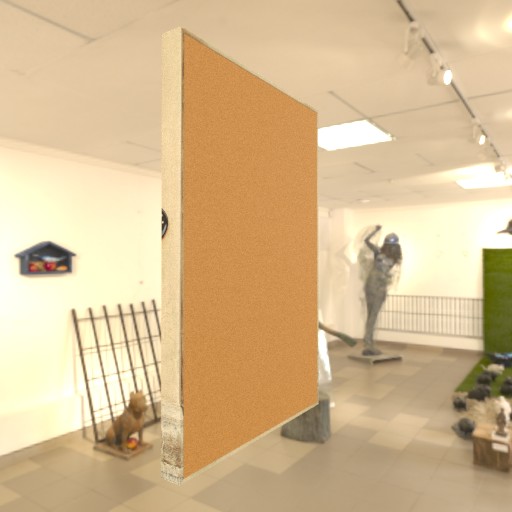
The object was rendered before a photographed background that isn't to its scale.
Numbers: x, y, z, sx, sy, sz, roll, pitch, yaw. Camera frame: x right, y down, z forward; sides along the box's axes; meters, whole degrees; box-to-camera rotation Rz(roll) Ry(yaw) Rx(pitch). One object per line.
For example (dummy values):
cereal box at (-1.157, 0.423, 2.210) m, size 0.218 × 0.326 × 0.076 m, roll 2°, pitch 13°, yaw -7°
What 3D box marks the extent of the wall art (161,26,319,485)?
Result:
wall art at (0.000, 0.000, 0.761) m, size 0.036 × 0.607 × 0.403 m, roll 0°, pitch -1°, yaw 35°
